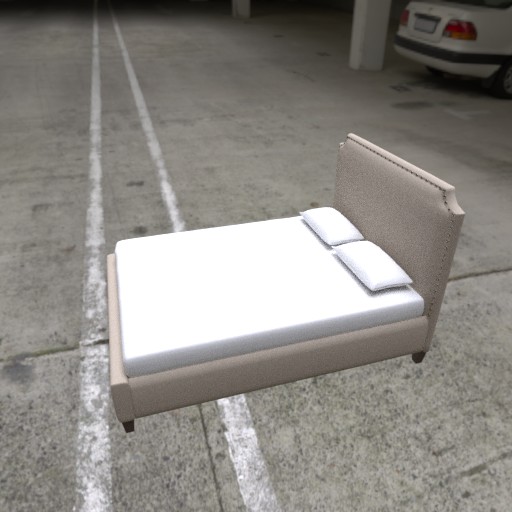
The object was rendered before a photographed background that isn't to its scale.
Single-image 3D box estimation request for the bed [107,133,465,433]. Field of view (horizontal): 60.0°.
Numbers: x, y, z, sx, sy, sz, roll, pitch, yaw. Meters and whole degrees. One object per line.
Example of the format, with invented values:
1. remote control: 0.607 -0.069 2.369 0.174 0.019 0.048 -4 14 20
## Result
1. bed: 0.000 0.000 3.553 2.372 1.443 1.713 -9 31 -15
